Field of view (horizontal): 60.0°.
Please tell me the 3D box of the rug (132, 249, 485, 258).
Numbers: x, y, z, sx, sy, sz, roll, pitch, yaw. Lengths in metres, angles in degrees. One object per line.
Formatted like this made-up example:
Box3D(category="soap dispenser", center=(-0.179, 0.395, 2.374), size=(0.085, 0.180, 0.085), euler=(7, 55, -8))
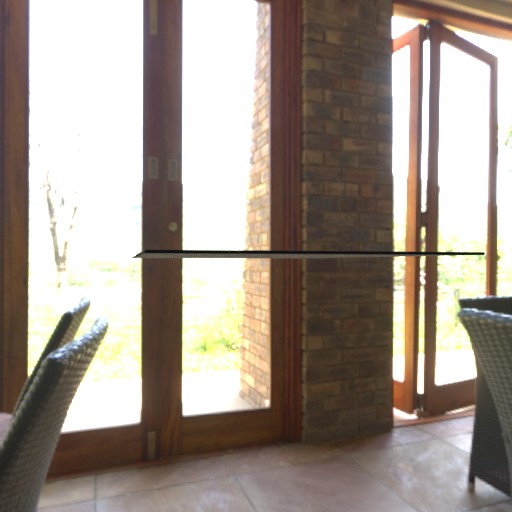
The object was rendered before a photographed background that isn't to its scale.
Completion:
Box3D(category="rug", center=(0.000, 0.000, 2.899), size=(1.526, 0.014, 2.290), euler=(0, -1, -17))
